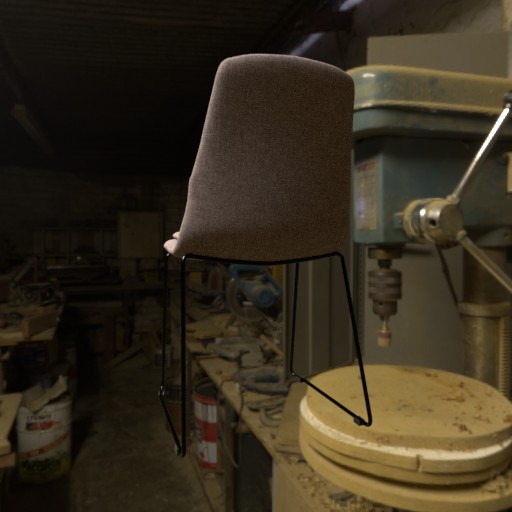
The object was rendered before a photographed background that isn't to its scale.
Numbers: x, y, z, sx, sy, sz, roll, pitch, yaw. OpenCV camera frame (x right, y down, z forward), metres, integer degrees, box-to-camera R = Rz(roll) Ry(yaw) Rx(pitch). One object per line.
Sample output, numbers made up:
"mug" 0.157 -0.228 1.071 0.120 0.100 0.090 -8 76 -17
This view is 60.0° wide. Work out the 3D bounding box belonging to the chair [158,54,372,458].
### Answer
"chair" 0.000 0.000 1.181 0.479 0.858 0.518 -1 3 -19
